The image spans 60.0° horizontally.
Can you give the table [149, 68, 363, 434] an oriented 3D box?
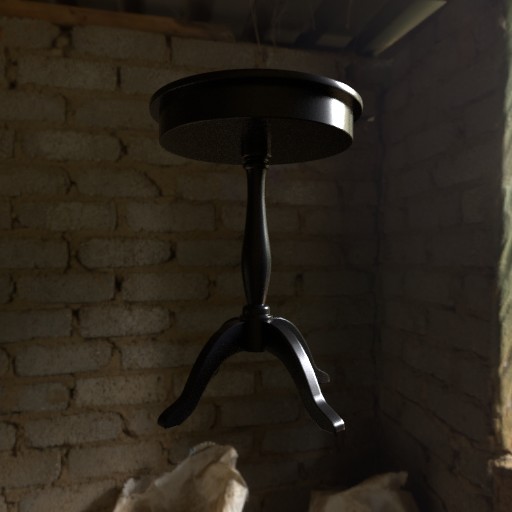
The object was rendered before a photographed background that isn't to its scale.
[{"bbox_3d":[0.000,0.000,1.019,0.481,0.665,0.481,0,0,0],"label":"table"}]
